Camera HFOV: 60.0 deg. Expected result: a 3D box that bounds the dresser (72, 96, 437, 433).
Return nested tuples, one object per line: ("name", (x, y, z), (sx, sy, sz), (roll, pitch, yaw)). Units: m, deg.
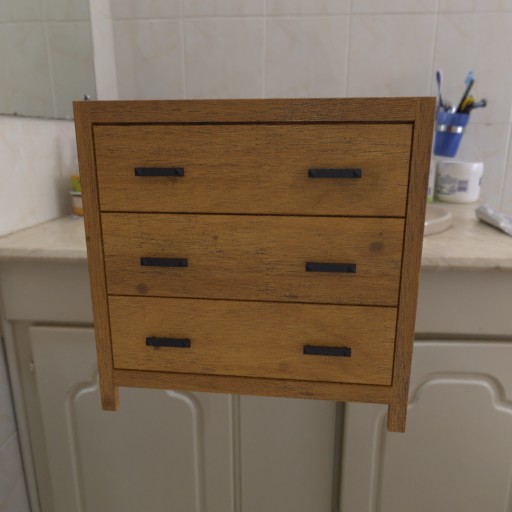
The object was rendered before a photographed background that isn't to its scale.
("dresser", (0.000, 0.000, 1.247), (0.804, 0.804, 0.427), (2, 14, 7))
